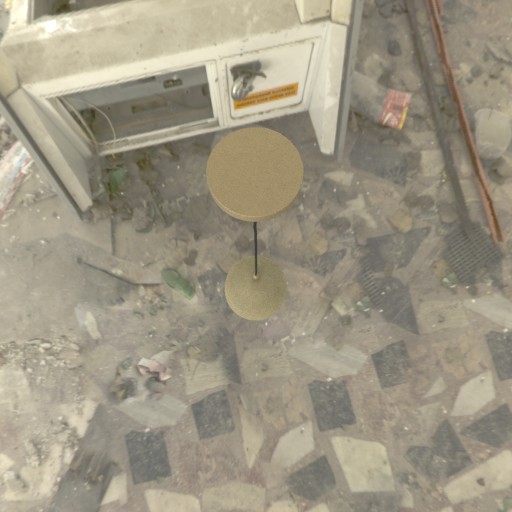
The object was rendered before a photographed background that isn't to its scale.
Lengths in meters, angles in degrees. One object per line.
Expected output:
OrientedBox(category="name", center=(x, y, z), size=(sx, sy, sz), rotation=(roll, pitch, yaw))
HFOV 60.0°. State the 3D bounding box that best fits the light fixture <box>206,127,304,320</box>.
OrientedBox(category="light fixture", center=(0.000, 0.000, 0.845), size=(0.170, 0.759, 0.170), rotation=(12, 76, 3))
